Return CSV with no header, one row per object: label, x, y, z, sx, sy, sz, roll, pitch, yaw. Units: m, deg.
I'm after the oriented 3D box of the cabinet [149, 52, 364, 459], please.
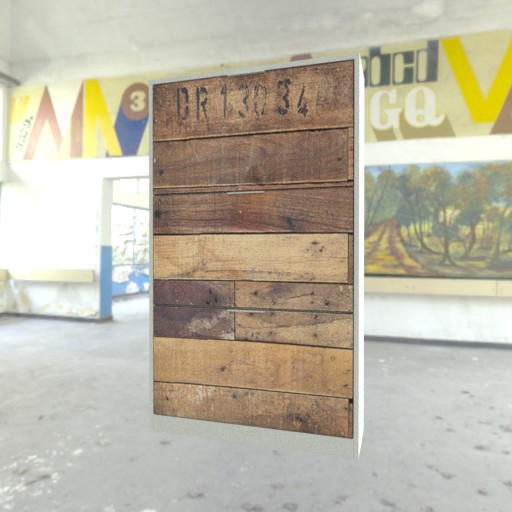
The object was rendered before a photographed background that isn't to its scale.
cabinet,0.000,0.000,1.614,0.750,1.280,0.250,0,1,17
